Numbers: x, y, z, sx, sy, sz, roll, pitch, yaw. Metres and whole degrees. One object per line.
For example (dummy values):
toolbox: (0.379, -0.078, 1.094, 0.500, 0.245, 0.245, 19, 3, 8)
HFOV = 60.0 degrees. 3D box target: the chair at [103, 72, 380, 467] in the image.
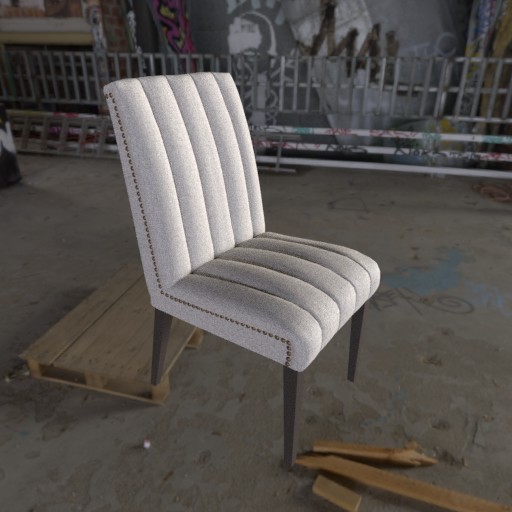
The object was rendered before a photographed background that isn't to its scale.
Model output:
chair: (0.000, 0.000, 1.364, 0.647, 1.016, 0.511, 17, 31, 31)
